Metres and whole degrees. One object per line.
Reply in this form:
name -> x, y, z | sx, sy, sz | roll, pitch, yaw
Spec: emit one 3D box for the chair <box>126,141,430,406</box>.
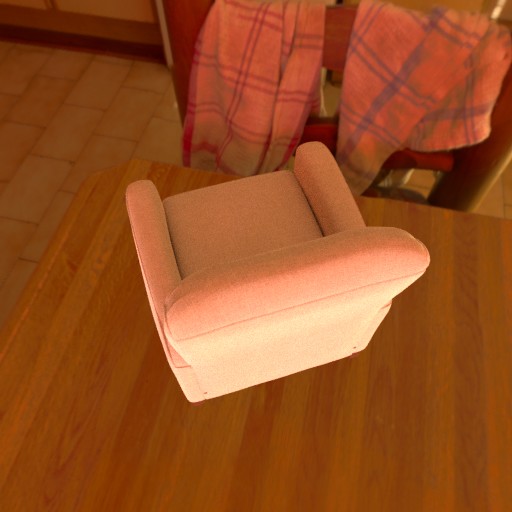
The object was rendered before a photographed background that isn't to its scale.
chair -> 0.000, 0.000, 1.668 | 0.845, 1.023, 0.859 | -15, 60, -9
